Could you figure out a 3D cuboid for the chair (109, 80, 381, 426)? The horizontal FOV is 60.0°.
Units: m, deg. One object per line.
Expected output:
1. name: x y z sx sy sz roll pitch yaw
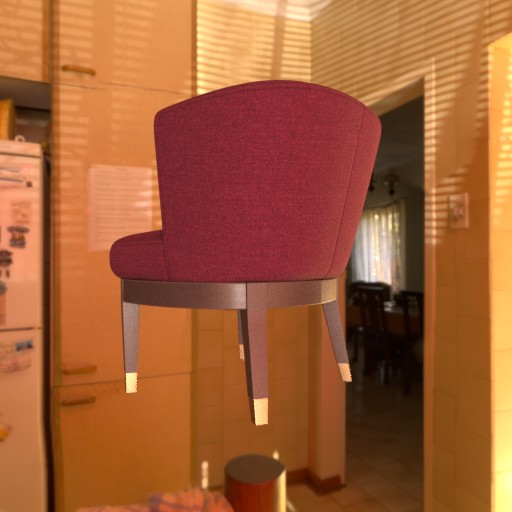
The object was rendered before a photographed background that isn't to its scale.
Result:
1. chair: 0.000 0.000 1.280 0.660 0.760 0.700 0 0 37
